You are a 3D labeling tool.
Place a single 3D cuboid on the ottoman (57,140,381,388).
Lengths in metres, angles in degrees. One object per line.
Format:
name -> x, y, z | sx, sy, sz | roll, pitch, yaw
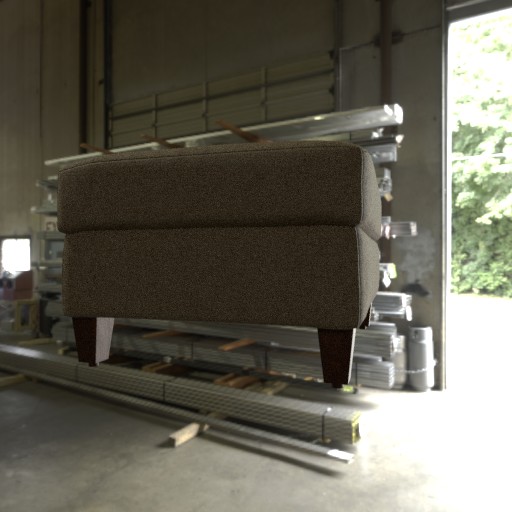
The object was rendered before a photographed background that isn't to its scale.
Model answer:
ottoman -> 0.000, 0.000, 1.293 | 0.692, 0.511, 0.889 | 0, 0, 17
